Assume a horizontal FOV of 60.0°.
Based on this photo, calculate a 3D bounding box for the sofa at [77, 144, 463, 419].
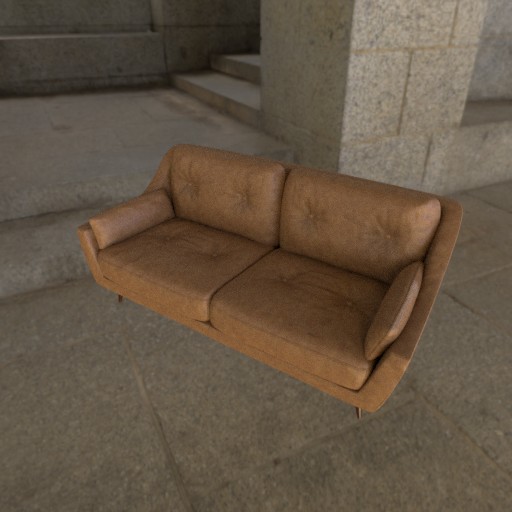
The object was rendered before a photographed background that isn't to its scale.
[{"bbox_3d":[0.000,0.000,2.393,1.902,0.839,0.904,19,35,29],"label":"sofa"}]
